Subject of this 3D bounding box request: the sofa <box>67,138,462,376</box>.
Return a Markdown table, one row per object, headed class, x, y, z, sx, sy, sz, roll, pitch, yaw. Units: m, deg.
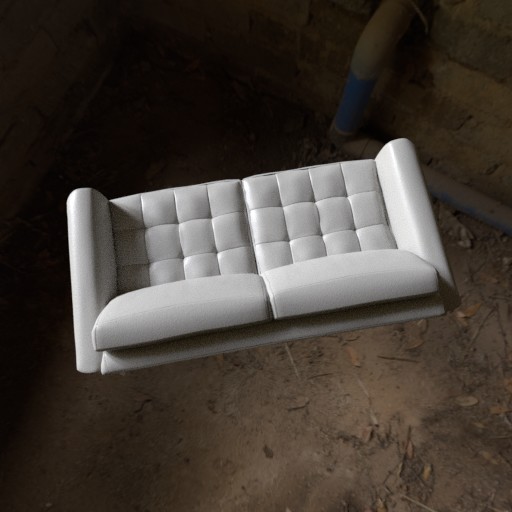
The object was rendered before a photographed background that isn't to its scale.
| class | x | y | z | sx | sy | sz | roll | pitch | yaw |
| --- | --- | --- | --- | --- | --- | --- | --- | --- | --- |
| sofa | 0.000 | 0.000 | 2.687 | 2.177 | 0.930 | 1.121 | -9 | 76 | -2 |
